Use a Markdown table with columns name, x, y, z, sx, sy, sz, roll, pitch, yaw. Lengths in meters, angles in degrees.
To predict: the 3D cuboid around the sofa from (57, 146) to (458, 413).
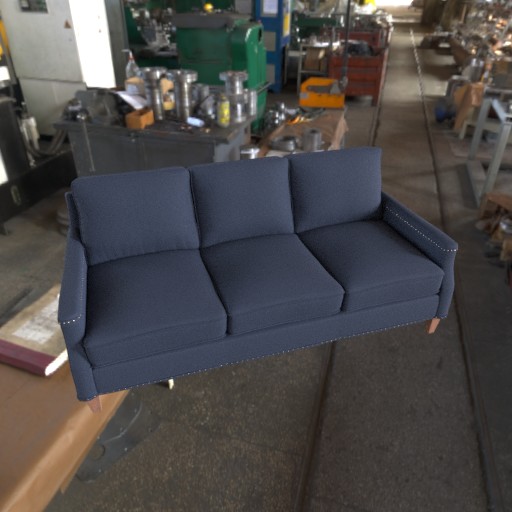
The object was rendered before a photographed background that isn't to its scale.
| name | x | y | z | sx | sy | sz | roll | pitch | yaw |
| --- | --- | --- | --- | --- | --- | --- | --- | --- | --- |
| sofa | 0.000 | 0.000 | 2.780 | 2.246 | 1.003 | 1.084 | -10 | 33 | -15 |
